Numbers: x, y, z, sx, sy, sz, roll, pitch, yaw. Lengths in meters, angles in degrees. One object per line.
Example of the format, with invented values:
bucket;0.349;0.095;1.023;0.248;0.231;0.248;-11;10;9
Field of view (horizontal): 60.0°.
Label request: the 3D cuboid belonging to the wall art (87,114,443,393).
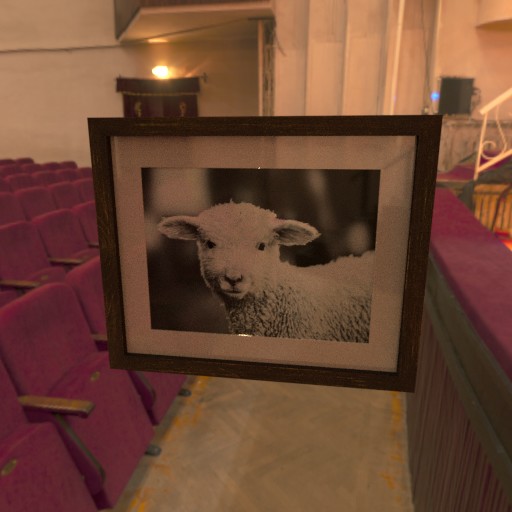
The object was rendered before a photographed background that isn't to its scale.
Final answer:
wall art;0.000;0.000;0.762;0.558;0.457;0.032;2;15;8
